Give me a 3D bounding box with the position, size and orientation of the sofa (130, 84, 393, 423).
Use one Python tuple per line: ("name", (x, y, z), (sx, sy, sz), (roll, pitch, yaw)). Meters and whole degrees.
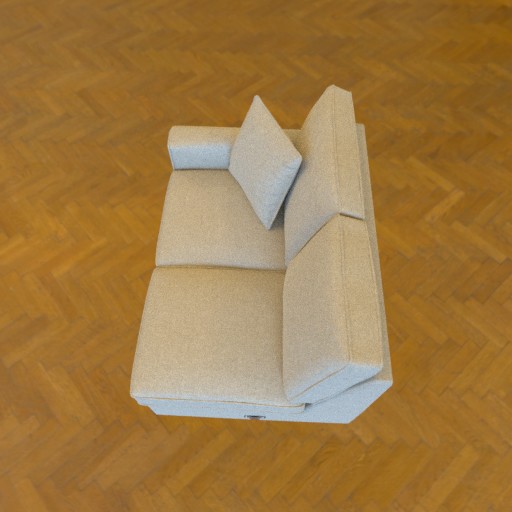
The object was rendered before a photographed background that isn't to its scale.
("sofa", (0.000, 0.000, 2.112), (0.991, 0.989, 1.388), (2, 60, 1))
